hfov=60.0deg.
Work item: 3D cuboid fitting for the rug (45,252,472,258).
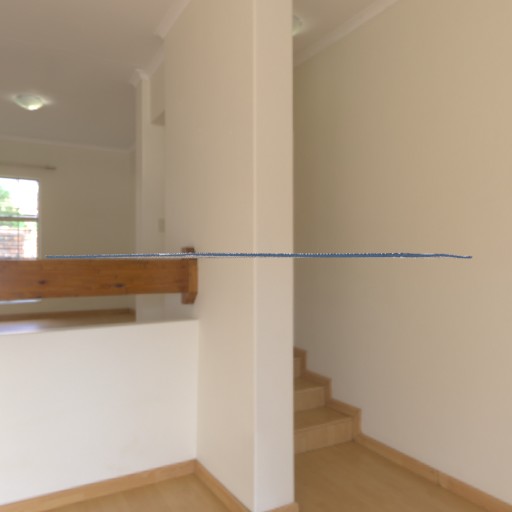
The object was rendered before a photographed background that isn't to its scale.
[{"bbox_3d":[0.000,0.000,2.198,1.793,0.025,1.159,0,0,35],"label":"rug"}]
